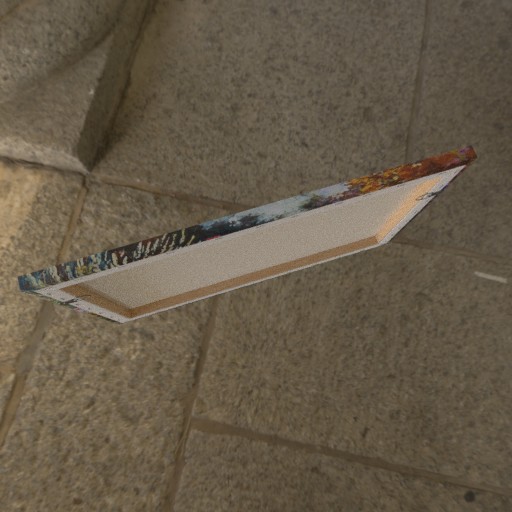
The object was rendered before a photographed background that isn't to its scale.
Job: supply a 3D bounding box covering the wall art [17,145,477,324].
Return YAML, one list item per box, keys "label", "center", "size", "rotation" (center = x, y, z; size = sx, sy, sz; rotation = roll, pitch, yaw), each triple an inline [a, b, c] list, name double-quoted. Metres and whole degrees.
- label: "wall art"
  center: [0.000, 0.000, 1.423]
  size: [1.136, 0.760, 0.042]
  rotation: [-17, 76, -4]
